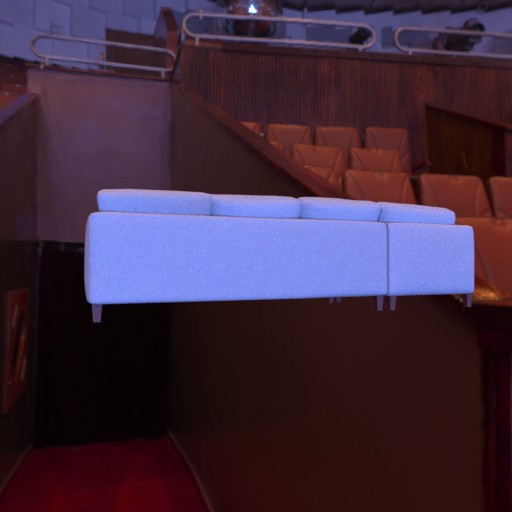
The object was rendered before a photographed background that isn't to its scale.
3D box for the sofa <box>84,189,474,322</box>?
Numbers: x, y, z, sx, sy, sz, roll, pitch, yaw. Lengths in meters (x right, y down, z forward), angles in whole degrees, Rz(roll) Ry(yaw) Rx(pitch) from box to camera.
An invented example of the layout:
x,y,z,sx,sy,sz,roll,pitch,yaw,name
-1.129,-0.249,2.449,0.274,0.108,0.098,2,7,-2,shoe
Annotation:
x,y,z,sx,sy,sz,roll,pitch,yaw,name
0.000,0.000,4.623,3.301,0.947,2.592,0,-1,-20,sofa
